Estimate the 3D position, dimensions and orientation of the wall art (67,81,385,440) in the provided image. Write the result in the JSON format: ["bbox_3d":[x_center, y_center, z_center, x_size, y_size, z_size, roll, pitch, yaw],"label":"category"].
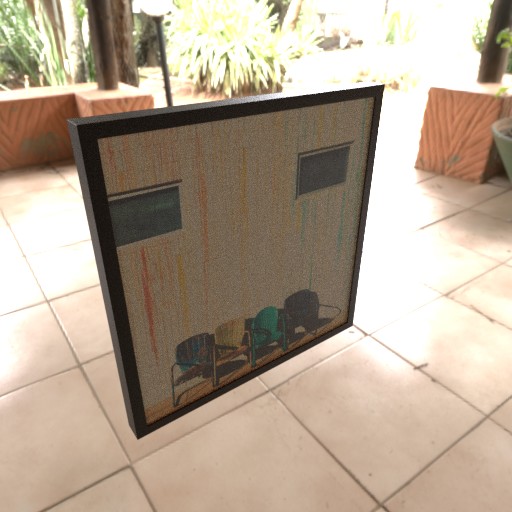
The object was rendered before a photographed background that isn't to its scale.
[{"bbox_3d":[0.000,0.000,0.745,0.506,0.506,0.037,-20,35,-31],"label":"wall art"}]
